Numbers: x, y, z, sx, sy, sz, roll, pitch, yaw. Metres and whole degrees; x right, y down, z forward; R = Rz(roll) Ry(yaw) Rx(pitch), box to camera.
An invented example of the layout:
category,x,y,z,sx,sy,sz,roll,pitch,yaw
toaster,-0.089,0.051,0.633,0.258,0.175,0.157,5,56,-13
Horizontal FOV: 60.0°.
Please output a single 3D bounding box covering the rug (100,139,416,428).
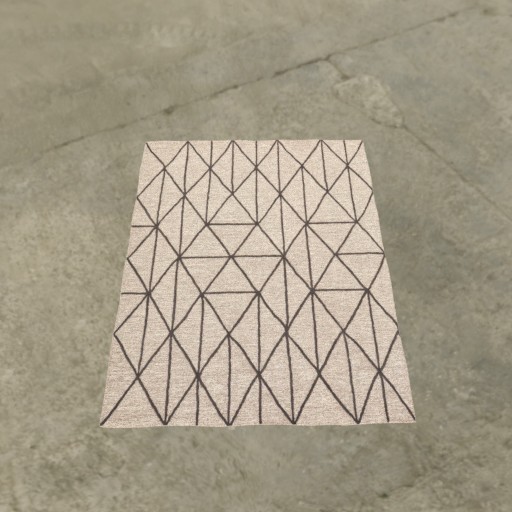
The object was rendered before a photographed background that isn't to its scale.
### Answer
category,x,y,z,sx,sy,sz,roll,pitch,yaw
rug,0.000,0.000,4.202,2.468,0.022,3.061,-1,59,0
